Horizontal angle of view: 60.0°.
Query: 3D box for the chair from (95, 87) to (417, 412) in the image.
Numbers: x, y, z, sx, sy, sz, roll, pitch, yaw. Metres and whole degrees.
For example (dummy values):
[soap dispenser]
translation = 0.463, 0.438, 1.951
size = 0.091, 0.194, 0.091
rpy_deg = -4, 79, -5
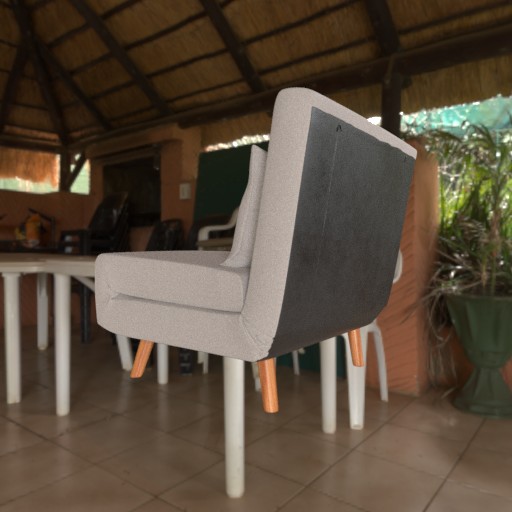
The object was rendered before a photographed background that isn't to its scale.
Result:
[chair]
translation = 0.000, 0.000, 1.553
size = 0.902, 0.808, 0.770
rpy_deg = 1, 1, 37
